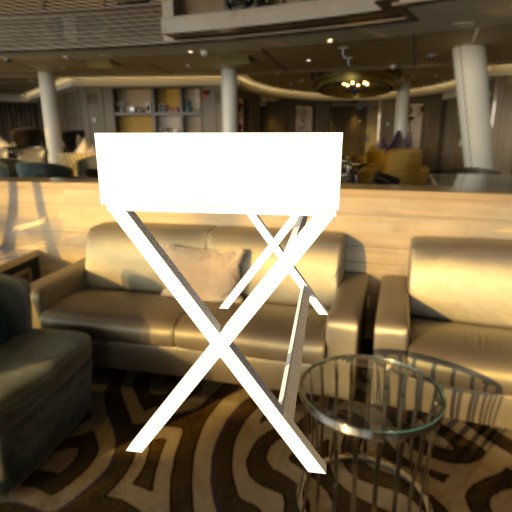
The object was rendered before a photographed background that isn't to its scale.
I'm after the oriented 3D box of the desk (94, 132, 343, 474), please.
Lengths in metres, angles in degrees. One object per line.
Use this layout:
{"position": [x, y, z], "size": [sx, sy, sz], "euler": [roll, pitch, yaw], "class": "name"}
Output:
{"position": [0.000, 0.000, 1.479], "size": [0.509, 0.780, 1.059], "euler": [2, 15, 9], "class": "desk"}
